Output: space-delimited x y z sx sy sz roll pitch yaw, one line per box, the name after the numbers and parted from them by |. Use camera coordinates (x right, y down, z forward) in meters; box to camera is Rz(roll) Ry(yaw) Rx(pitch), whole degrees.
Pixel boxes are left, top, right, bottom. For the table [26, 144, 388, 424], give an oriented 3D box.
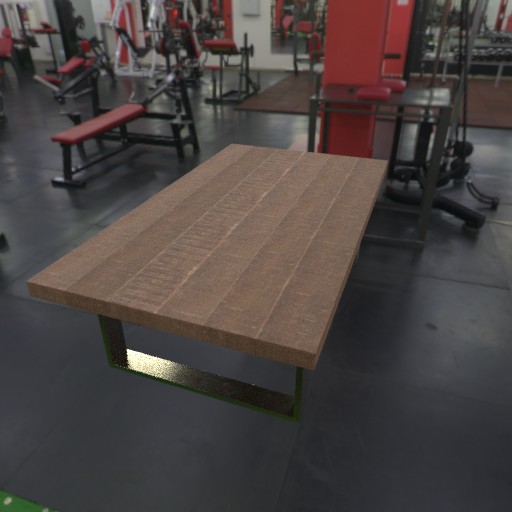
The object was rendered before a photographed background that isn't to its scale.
0.000 0.000 1.749 0.800 0.440 1.400 11 32 18 | table
